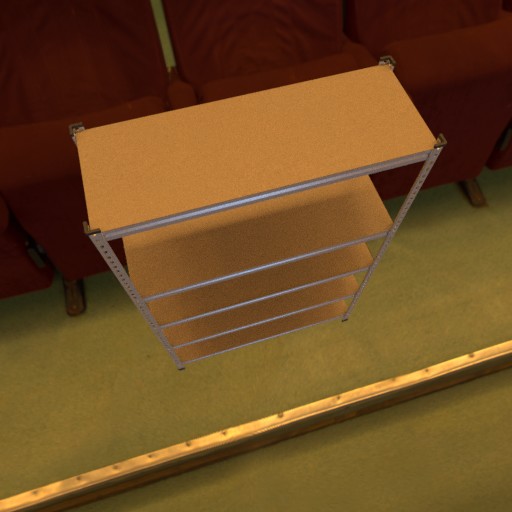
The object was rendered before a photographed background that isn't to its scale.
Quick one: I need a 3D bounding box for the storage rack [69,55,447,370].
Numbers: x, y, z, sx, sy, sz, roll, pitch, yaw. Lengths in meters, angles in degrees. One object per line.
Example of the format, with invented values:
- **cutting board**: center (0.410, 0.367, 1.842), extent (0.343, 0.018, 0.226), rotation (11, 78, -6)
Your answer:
- **storage rack**: center (0.000, 0.000, 2.328), extent (1.219, 1.829, 0.457), rotation (-15, 64, -8)
